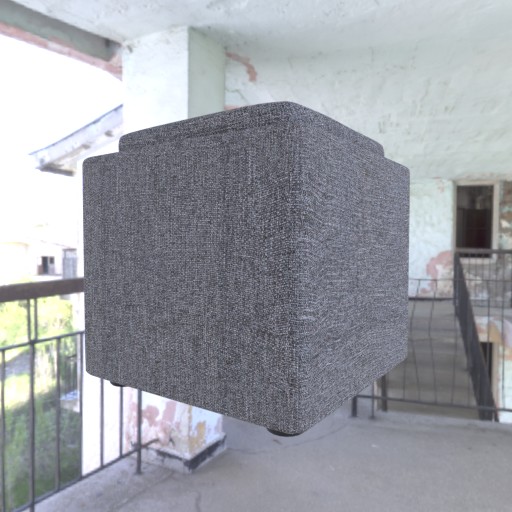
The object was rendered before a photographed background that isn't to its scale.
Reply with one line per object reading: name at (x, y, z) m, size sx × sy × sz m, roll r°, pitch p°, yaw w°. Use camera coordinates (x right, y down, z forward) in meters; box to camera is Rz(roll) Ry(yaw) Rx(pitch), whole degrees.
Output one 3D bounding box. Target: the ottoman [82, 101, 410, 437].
ottoman at (0.000, 0.000, 0.839) m, size 0.450 × 0.460 × 0.450 m, roll 2°, pitch 3°, yaw 35°
